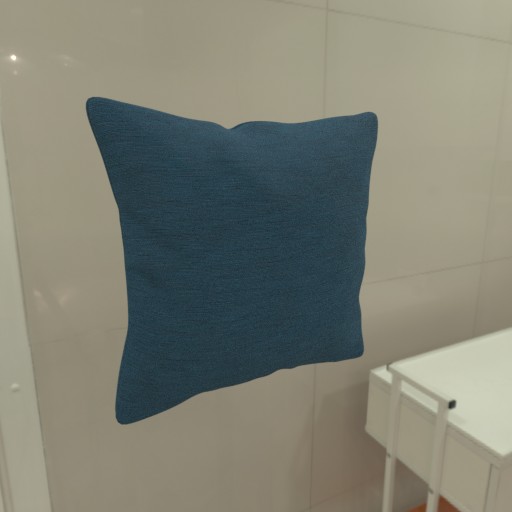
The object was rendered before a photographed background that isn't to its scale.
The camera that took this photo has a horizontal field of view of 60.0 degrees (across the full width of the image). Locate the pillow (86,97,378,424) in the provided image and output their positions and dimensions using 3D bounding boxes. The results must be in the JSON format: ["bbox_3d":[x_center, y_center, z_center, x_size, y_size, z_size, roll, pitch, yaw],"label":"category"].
[{"bbox_3d":[0.000,0.000,0.648,0.437,0.420,0.177,-7,15,-28],"label":"pillow"}]
